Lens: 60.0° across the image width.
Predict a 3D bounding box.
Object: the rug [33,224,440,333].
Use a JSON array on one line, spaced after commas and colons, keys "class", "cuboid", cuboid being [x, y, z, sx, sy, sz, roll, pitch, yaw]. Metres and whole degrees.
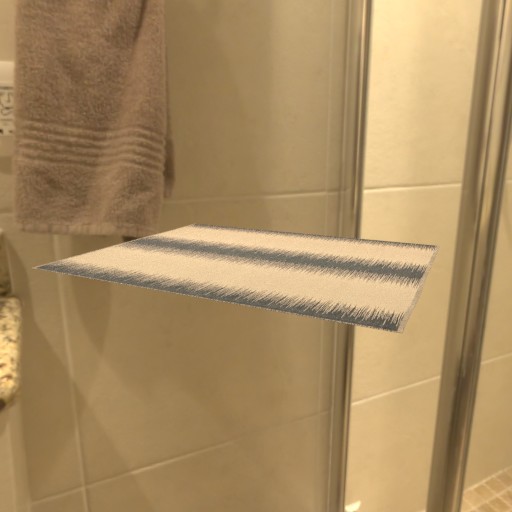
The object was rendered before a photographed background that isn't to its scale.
[{"class": "rug", "cuboid": [0.000, 0.000, 4.160, 3.037, 0.004, 2.453, 7, 16, 26]}]
